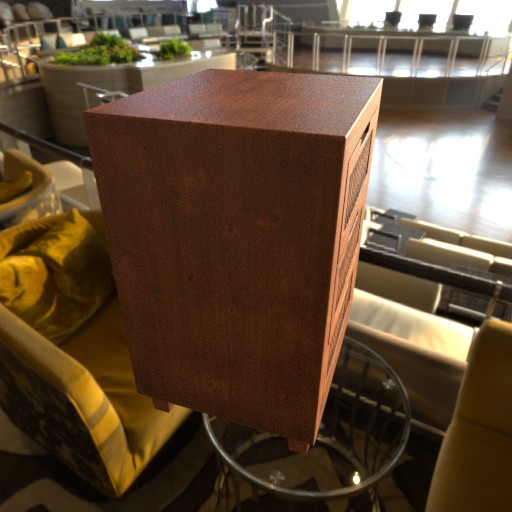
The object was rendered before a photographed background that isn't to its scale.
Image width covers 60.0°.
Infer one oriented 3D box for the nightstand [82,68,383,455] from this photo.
[{"bbox_3d":[0.000,0.000,0.985,0.410,0.695,0.465,10,32,17],"label":"nightstand"}]
